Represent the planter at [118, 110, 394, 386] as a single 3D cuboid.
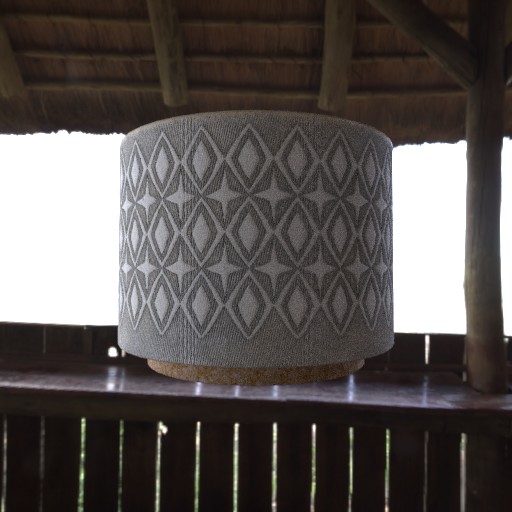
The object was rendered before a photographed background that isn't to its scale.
[{"bbox_3d":[0.000,0.000,0.277,0.164,0.127,0.164,0,-1,0],"label":"planter"}]
